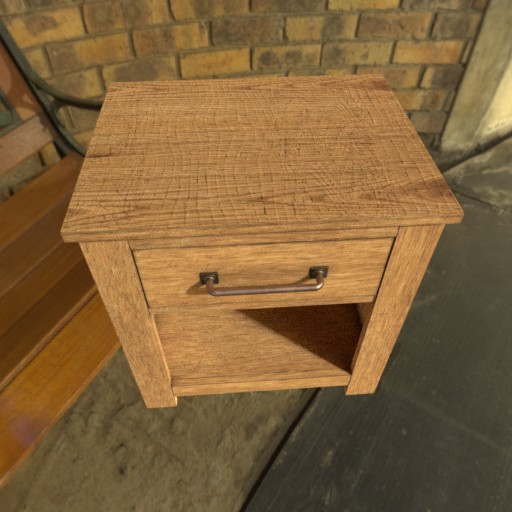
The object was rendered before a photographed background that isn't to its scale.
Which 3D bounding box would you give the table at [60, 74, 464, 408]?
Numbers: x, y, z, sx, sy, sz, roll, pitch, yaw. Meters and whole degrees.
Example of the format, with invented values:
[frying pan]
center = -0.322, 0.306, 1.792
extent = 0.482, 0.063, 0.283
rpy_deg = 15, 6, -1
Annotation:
[table]
center = 0.000, 0.000, 1.034
extent = 0.601, 0.625, 0.494
rpy_deg = -3, 47, -3
